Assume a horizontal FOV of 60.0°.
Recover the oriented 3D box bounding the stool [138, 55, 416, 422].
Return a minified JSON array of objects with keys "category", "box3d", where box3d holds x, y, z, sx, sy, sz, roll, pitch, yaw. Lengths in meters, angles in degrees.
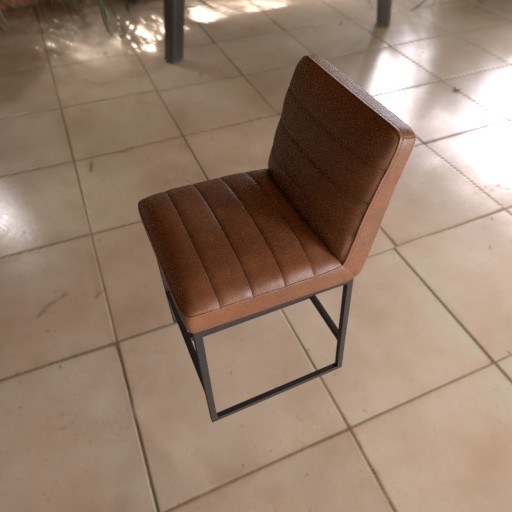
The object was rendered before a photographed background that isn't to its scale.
[{"category":"stool","box3d":[0.000,0.000,1.294,0.556,0.940,0.458,-18,50,-16]}]
